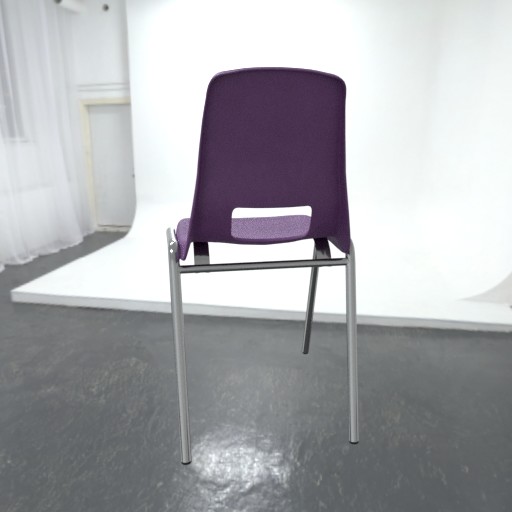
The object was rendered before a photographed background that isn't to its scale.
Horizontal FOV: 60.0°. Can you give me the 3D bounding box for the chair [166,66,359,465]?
[{"bbox_3d":[0.000,0.000,0.962,0.381,0.704,0.432,-3,15,-10],"label":"chair"}]
